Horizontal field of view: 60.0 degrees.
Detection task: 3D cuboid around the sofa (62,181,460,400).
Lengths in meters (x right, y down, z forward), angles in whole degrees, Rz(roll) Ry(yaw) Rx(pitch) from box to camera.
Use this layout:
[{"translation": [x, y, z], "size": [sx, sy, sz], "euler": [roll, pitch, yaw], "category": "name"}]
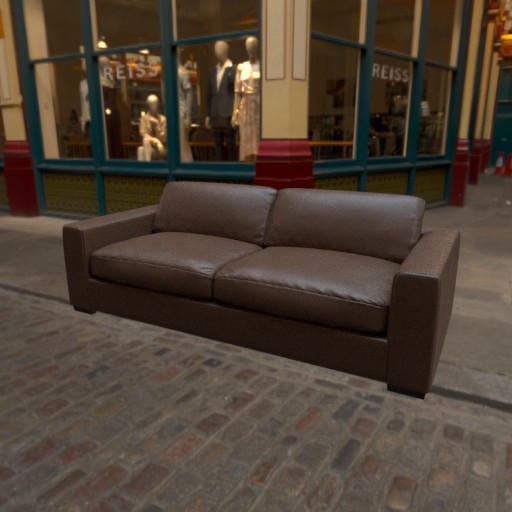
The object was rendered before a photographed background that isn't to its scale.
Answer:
[{"translation": [0.000, 0.000, 2.777], "size": [2.262, 0.801, 1.070], "euler": [8, 18, 27], "category": "sofa"}]
